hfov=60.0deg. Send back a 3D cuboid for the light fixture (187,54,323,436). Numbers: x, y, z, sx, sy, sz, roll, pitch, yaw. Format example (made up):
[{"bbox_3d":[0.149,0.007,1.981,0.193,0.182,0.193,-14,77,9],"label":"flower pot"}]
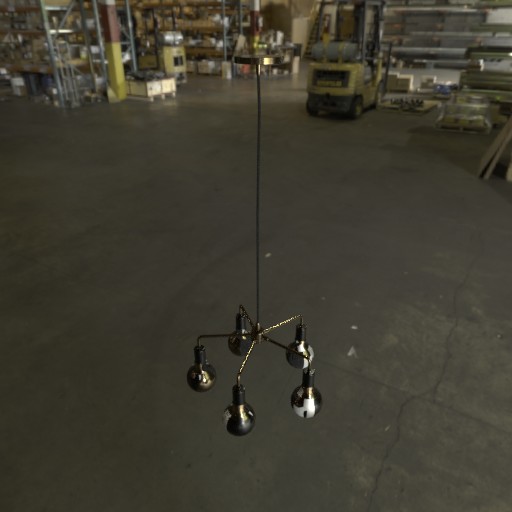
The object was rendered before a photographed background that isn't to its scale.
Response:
[{"bbox_3d":[0.000,0.000,1.202,0.438,0.988,0.421,8,29,15],"label":"light fixture"}]
